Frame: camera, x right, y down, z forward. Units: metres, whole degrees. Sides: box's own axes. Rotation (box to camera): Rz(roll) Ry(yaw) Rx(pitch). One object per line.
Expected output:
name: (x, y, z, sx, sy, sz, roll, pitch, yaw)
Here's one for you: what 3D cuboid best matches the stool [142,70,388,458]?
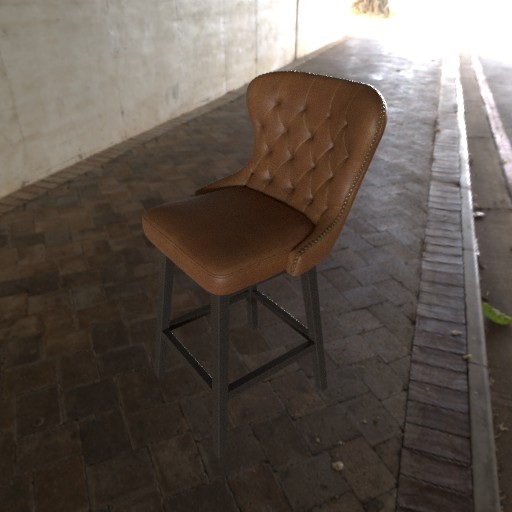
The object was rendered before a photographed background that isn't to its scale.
stool: (0.000, 0.000, 1.346, 0.593, 0.971, 0.528, -21, 37, -31)
